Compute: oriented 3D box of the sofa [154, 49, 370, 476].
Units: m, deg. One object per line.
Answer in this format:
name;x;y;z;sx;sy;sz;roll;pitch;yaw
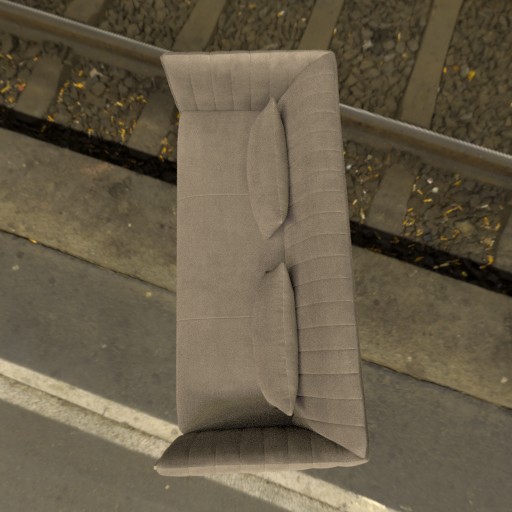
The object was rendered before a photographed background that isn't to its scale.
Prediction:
sofa;0.000;0.000;2.326;0.876;0.780;1.980;-2;77;0
